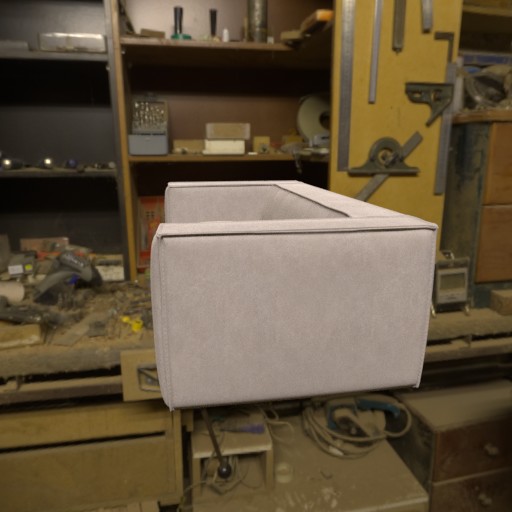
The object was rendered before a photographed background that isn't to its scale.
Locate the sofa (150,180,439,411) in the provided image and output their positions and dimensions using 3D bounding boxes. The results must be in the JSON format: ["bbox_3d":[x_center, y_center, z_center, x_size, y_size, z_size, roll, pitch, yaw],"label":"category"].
[{"bbox_3d":[0.000,0.000,2.482,1.038,0.680,1.995,-2,14,-9],"label":"sofa"}]
